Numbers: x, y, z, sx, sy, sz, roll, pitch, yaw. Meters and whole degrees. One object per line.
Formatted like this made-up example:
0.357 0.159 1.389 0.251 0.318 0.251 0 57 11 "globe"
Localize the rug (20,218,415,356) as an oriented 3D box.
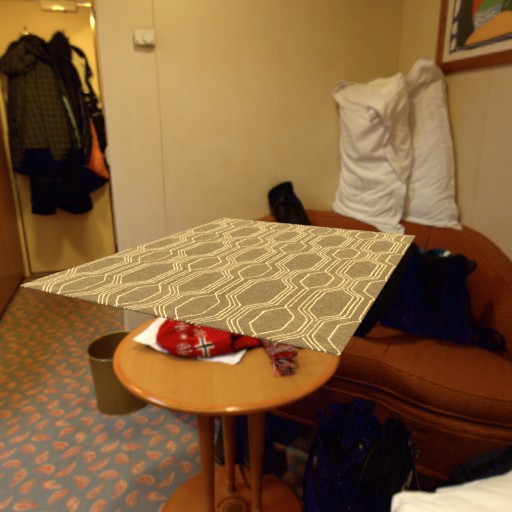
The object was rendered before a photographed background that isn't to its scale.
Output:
0.000 0.000 4.133 2.457 0.012 3.062 7 17 25 "rug"
